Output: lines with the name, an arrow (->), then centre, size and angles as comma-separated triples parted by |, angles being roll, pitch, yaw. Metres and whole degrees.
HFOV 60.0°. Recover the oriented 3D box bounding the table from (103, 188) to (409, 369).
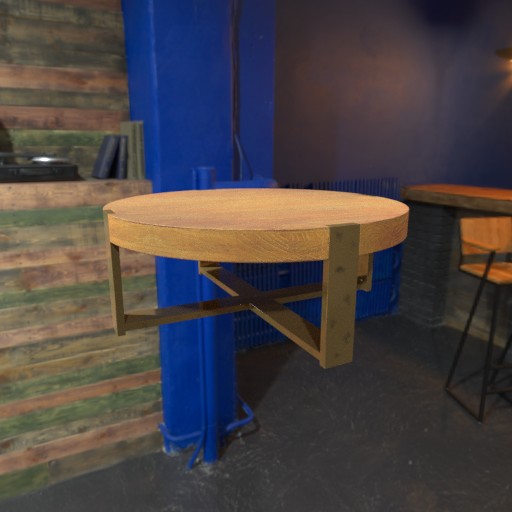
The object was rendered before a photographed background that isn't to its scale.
table -> 0.000, 0.000, 1.736 | 1.100, 0.420, 1.100 | 0, 14, 0
